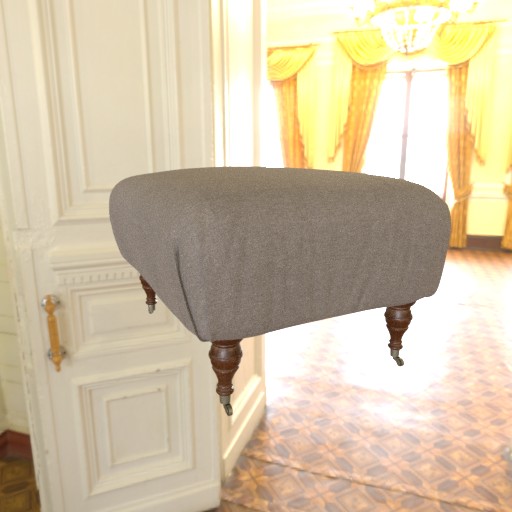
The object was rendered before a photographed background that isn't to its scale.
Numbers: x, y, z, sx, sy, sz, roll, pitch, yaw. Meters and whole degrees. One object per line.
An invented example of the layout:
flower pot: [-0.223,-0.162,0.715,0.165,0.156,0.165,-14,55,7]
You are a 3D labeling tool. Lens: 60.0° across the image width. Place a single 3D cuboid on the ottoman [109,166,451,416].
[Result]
ottoman: [0.000,0.000,1.139,0.622,0.450,0.747,-7,15,-26]
